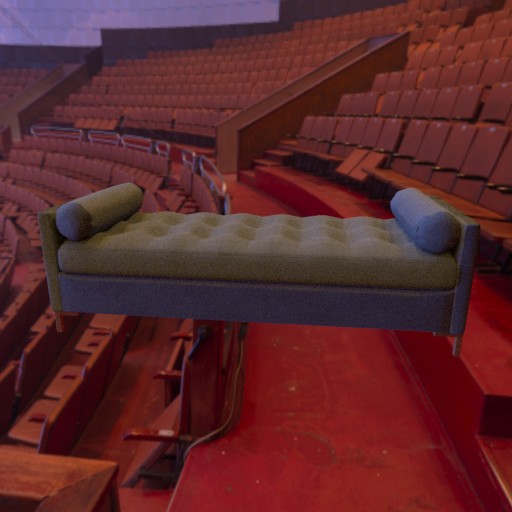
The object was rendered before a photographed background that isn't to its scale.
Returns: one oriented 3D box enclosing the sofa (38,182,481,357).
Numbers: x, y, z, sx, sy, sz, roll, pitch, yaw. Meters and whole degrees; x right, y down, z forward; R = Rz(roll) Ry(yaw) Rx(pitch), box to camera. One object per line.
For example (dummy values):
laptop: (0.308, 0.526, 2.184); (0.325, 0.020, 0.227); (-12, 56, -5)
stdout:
sofa: (0.000, 0.000, 2.491); (2.102, 0.705, 0.796); (2, 18, 7)
